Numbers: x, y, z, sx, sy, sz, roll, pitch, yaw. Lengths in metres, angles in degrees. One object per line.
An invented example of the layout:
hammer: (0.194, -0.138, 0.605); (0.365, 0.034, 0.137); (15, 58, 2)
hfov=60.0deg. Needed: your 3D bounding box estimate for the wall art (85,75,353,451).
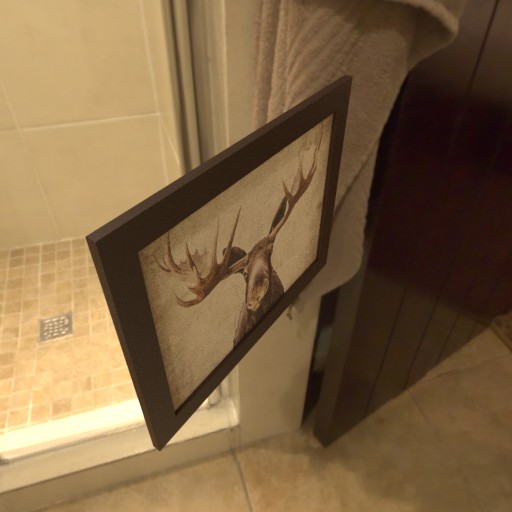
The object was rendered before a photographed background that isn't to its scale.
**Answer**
wall art: (0.000, 0.000, 1.621); (0.034, 0.952, 1.207); (25, 47, 26)
